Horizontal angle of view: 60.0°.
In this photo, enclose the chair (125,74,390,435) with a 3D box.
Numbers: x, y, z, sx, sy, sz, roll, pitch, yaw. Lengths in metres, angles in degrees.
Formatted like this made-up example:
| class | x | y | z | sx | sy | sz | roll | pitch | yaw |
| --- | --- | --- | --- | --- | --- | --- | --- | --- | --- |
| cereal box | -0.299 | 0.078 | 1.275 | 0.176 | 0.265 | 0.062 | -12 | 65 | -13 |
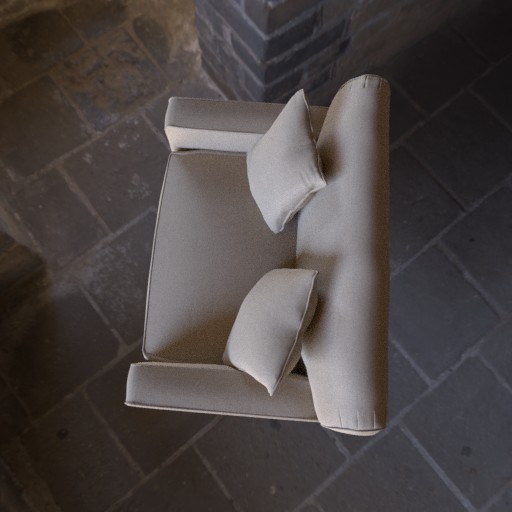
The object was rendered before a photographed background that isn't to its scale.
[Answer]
| class | x | y | z | sx | sy | sz | roll | pitch | yaw |
| --- | --- | --- | --- | --- | --- | --- | --- | --- | --- |
| chair | 0.000 | 0.000 | 2.038 | 1.000 | 0.948 | 1.383 | 4 | 76 | 1 |
